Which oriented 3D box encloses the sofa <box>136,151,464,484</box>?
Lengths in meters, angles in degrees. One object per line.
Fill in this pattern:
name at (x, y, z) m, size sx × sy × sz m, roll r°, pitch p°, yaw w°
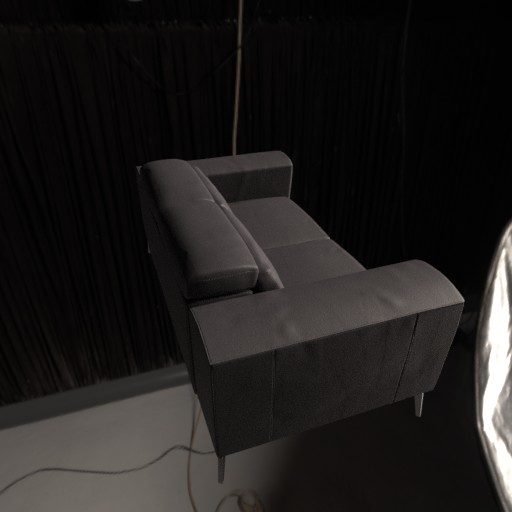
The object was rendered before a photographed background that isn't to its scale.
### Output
sofa at (0.000, 0.000, 2.362) m, size 1.003 × 0.779 × 1.895 m, roll -11°, pitch 33°, yaw -17°
